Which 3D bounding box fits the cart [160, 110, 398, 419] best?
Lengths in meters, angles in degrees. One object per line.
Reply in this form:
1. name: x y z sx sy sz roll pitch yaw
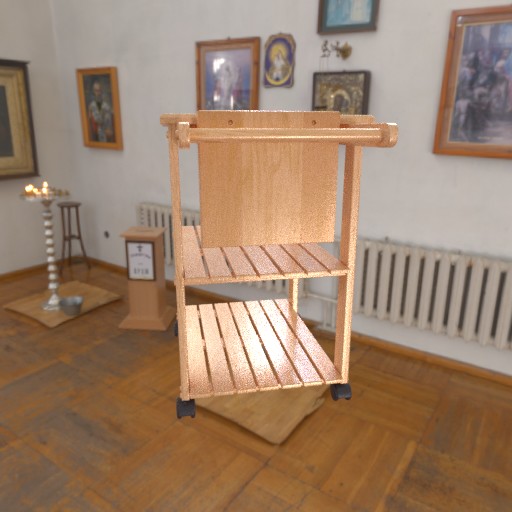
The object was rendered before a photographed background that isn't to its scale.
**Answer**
1. cart: 0.000 0.000 1.345 0.520 0.816 0.843 -3 16 -10
